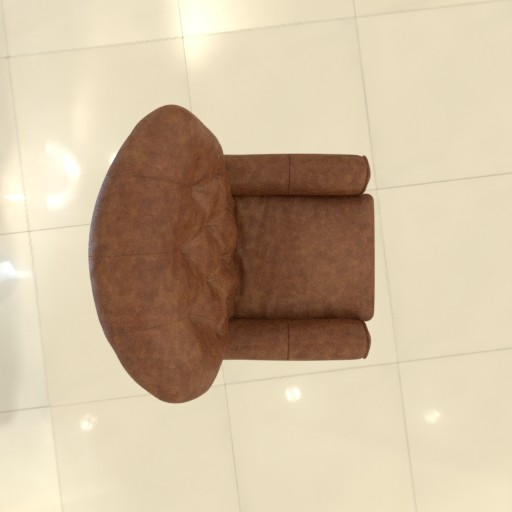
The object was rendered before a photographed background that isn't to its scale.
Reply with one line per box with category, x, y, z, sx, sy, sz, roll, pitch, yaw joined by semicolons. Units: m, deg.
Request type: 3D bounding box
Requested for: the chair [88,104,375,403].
chair;0.000;0.000;1.881;1.059;1.164;0.951;0;90;-1
